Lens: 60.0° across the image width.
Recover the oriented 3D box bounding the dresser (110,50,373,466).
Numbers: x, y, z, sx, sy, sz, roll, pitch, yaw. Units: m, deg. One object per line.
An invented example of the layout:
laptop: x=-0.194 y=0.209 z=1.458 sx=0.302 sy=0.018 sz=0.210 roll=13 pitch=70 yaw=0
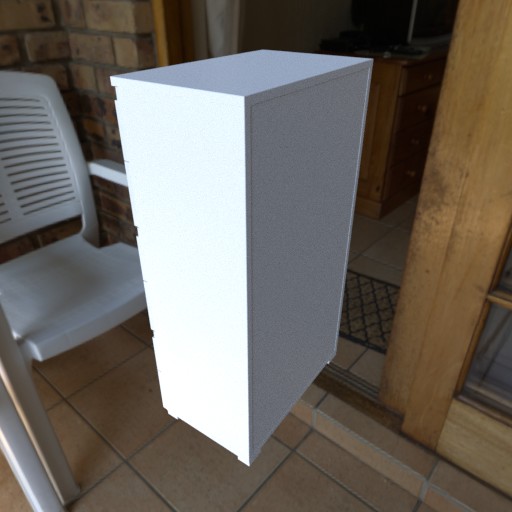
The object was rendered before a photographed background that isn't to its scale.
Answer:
dresser: x=0.000 y=0.000 z=1.500 sx=0.400 sy=1.190 sz=0.650 roll=20 pitch=37 yaw=29
